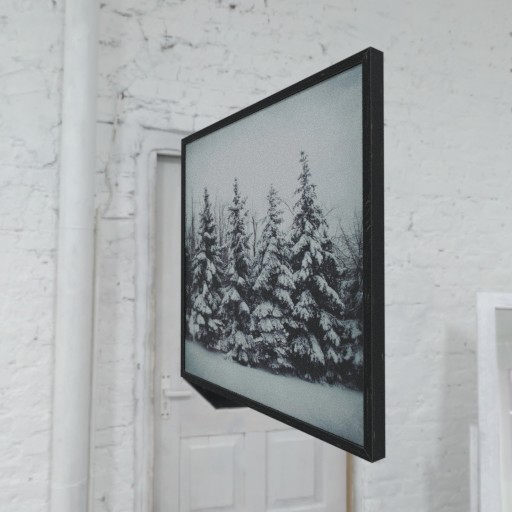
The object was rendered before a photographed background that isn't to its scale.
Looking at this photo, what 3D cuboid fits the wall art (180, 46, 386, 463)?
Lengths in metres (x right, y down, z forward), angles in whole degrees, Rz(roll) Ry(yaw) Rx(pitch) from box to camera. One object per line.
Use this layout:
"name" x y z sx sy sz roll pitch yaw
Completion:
"wall art" 0.000 0.000 1.125 0.037 0.761 0.761 1 -1 -36
